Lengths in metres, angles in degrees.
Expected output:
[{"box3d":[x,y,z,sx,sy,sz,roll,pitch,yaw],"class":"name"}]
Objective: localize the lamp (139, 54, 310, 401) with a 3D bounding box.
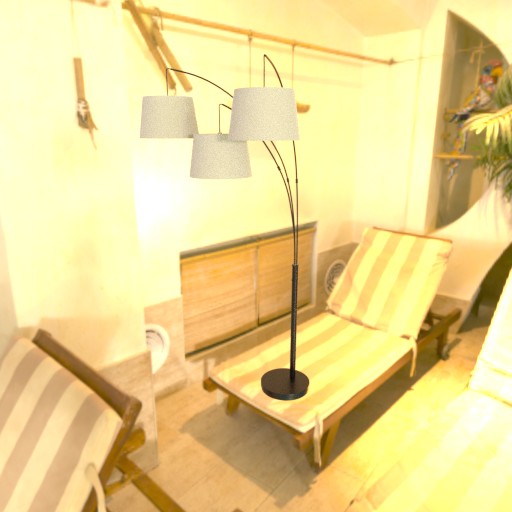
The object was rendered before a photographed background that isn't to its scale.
[{"box3d":[0.000,0.000,2.479,0.951,1.950,0.924,14,21,41],"class":"lamp"}]
